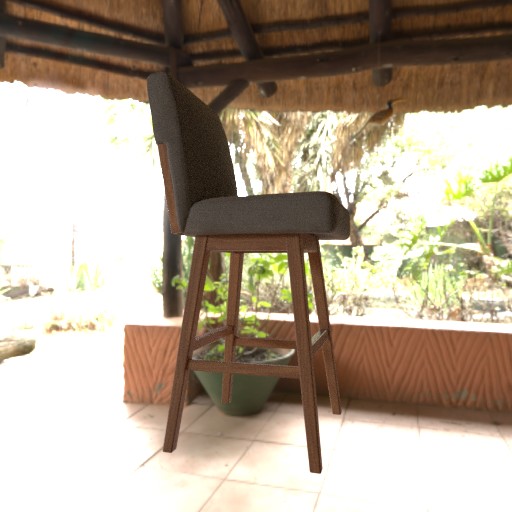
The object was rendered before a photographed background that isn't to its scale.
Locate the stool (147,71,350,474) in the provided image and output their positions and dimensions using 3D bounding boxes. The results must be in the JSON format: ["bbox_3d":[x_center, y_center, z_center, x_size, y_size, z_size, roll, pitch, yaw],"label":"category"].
[{"bbox_3d":[0.000,0.000,1.429,0.570,1.112,0.483,0,-1,17],"label":"stool"}]
